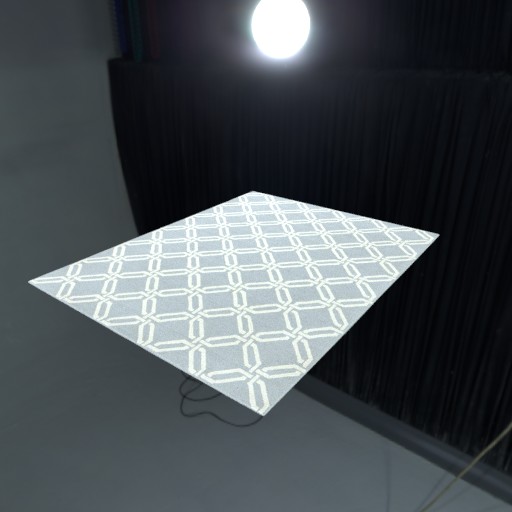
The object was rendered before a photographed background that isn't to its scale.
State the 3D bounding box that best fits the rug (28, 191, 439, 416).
[{"bbox_3d":[0.000,0.000,3.887,2.288,0.018,2.895,18,31,33],"label":"rug"}]
